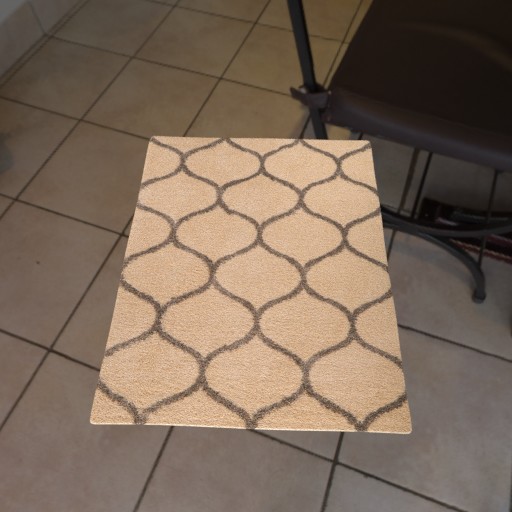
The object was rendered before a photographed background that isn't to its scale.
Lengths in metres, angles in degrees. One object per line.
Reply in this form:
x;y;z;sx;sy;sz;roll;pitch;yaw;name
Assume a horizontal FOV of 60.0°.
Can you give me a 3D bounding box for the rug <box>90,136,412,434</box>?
0.000;0.000;4.059;2.399;0.026;3.000;1;59;1;rug
